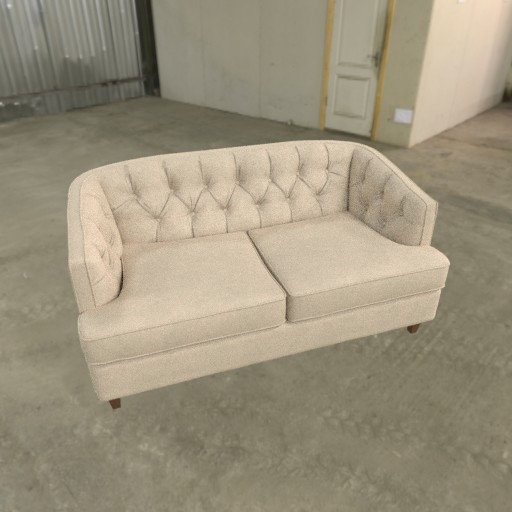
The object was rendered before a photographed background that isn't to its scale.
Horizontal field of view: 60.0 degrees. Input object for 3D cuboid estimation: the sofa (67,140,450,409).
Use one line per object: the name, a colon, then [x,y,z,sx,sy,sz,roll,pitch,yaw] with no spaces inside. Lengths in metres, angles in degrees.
sofa: [0.000,0.000,2.293,1.731,0.878,0.940,-10,33,-16]
